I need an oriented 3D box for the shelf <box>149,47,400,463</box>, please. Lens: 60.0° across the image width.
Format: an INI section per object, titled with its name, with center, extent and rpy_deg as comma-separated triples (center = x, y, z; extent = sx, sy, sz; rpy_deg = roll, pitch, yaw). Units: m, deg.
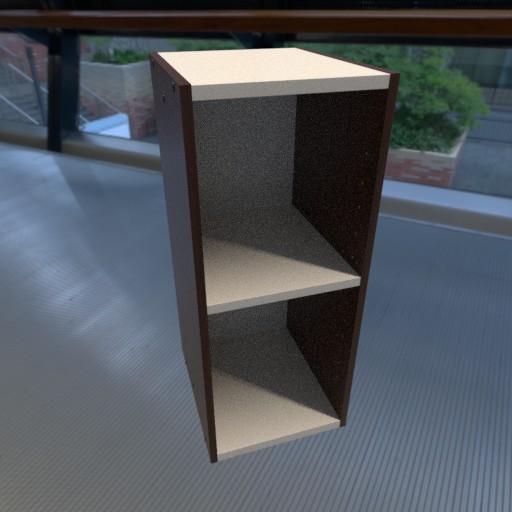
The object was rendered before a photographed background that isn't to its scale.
[shelf]
center = 0.000, 0.000, 0.739
extent = 0.253, 0.600, 0.290
rpy_deg = -9, 32, -15
